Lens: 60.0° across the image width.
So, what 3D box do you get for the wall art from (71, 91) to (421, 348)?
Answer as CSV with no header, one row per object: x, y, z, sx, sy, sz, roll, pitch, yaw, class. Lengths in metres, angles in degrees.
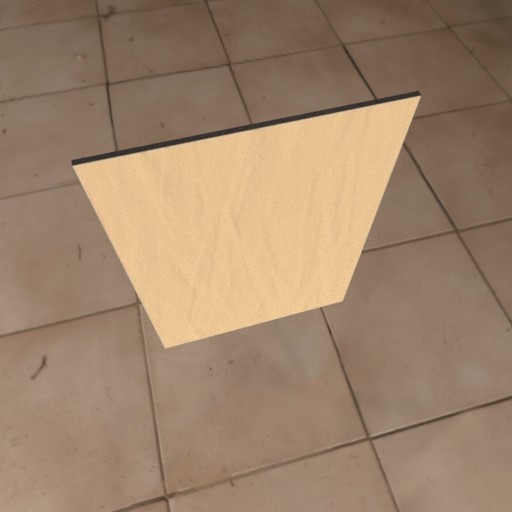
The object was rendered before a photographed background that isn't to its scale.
0.000,0.000,1.470,0.810,1.116,0.016,-14,59,-8,wall art
